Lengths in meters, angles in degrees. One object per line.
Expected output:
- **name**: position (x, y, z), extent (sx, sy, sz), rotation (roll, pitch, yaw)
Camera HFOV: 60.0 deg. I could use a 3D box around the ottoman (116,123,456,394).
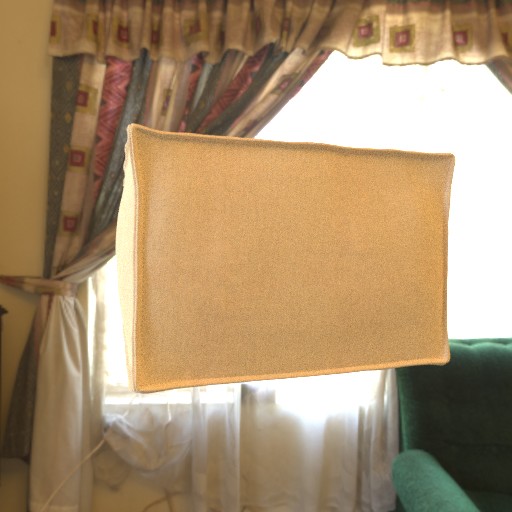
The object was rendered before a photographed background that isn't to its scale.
- **ottoman**: position (0.000, 0.000, 1.154), extent (0.696, 0.470, 0.707), rotation (0, 0, -18)
